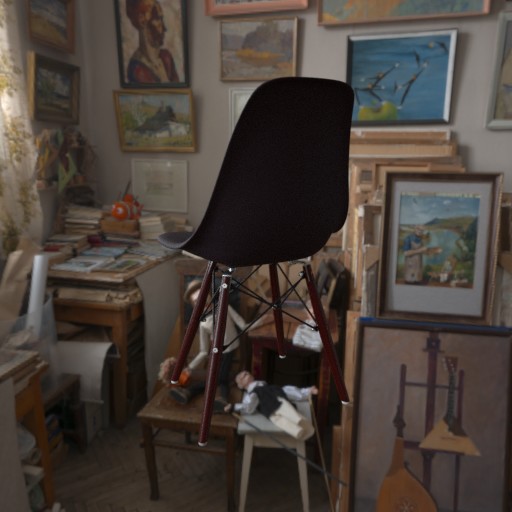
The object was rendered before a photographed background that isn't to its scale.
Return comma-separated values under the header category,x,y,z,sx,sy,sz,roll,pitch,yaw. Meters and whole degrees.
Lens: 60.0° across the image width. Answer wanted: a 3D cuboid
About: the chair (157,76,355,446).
category,x,y,z,sx,sy,sz,roll,pitch,yaw
chair,0.000,0.000,1.186,0.470,0.826,0.533,-7,15,-26
